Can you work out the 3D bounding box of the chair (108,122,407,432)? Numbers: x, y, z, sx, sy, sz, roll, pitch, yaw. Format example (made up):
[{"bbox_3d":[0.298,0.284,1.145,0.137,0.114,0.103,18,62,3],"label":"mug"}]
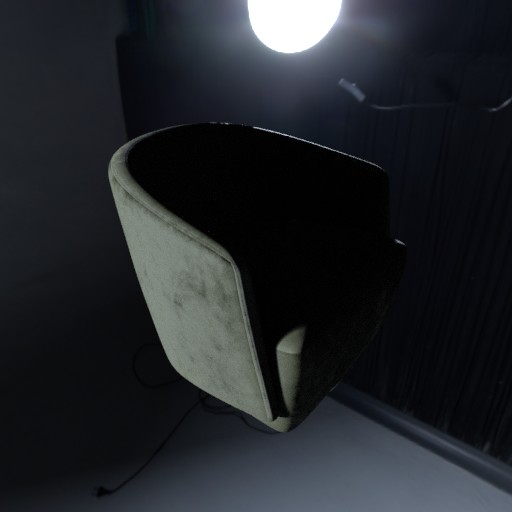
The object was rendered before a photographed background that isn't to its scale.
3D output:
[{"bbox_3d":[0.000,0.000,1.377,0.767,0.698,0.773,20,34,32],"label":"chair"}]
